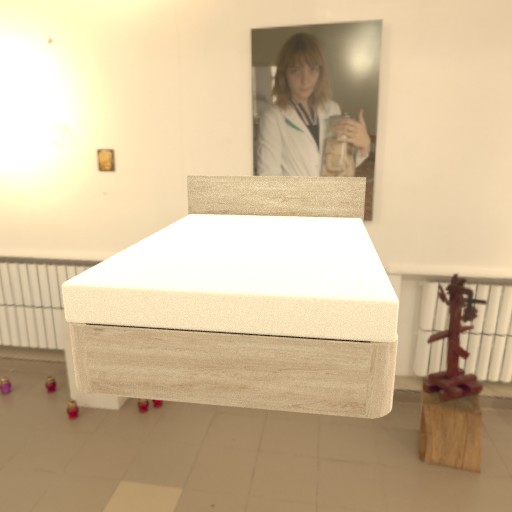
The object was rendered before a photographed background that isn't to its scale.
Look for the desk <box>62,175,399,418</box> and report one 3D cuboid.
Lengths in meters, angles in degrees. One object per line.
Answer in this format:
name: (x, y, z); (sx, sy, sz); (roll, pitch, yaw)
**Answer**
desk: (0.000, 0.000, 2.654); (1.400, 0.800, 1.900); (2, 15, 8)
